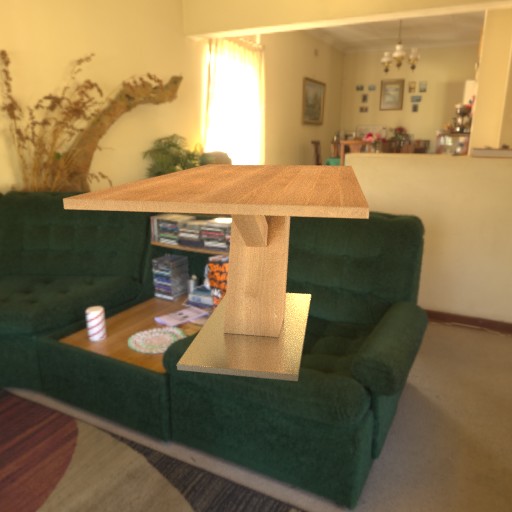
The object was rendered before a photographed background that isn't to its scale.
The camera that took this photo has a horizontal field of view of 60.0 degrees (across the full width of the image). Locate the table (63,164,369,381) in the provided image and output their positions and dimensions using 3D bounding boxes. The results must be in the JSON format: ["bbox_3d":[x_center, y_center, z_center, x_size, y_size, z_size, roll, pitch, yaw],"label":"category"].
[{"bbox_3d":[0.000,0.000,2.120,0.900,0.750,1.600,3,16,10],"label":"table"}]
